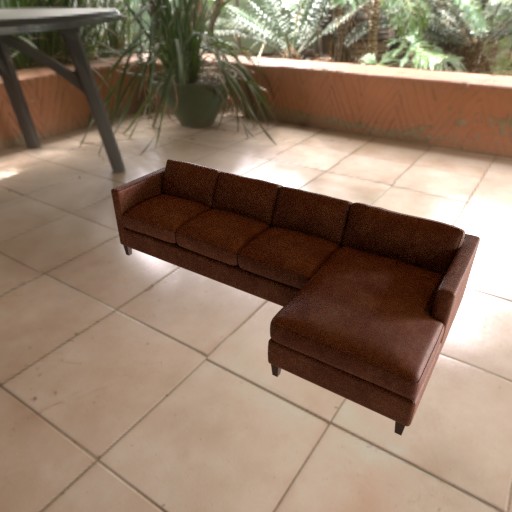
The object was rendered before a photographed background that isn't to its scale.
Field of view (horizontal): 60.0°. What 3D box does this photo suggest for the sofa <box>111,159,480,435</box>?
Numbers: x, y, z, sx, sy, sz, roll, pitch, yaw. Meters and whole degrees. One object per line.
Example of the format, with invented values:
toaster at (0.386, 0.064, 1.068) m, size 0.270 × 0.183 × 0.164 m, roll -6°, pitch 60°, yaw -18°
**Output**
sofa at (0.000, 0.000, 3.815) m, size 3.203 × 0.883 × 1.581 m, roll 18°, pitch 36°, yaw 28°
